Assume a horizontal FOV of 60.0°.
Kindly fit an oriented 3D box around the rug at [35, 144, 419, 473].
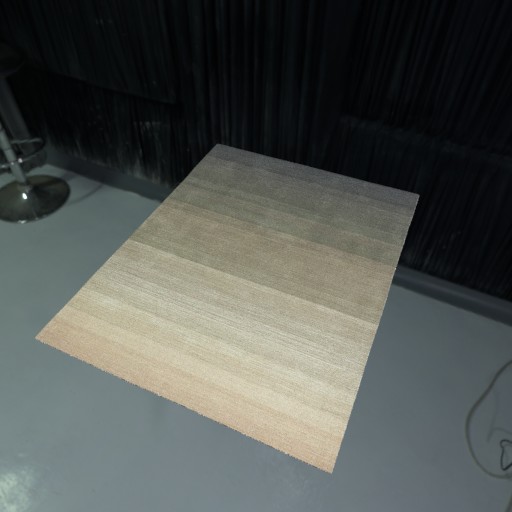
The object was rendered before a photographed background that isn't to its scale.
[{"bbox_3d":[0.000,0.000,3.903,2.315,0.015,2.932,18,49,17],"label":"rug"}]
